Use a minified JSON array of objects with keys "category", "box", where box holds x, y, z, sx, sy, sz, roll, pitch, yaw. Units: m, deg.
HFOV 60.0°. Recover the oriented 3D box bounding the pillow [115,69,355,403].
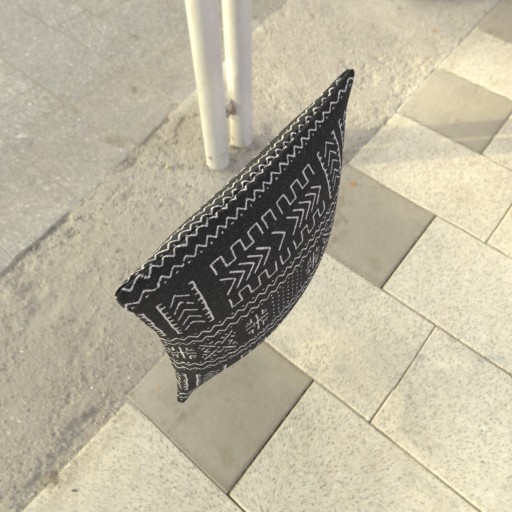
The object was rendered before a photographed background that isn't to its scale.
[{"category":"pillow","box":[0.000,0.000,0.685,0.164,0.430,0.438,33,64,18]}]
